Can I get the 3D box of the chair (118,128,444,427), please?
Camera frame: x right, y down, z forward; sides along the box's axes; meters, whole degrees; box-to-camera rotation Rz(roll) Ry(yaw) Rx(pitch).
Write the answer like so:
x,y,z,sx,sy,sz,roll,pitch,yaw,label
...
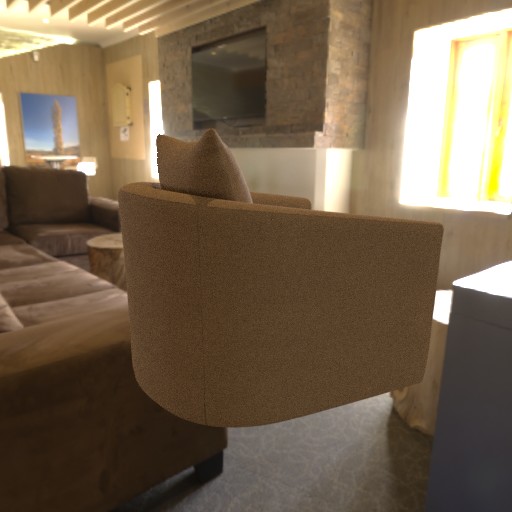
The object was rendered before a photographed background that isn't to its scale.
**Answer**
x,y,z,sx,sy,sz,roll,pitch,yaw,label
0.000,0.000,1.575,0.910,0.848,0.845,-6,15,-24,chair
